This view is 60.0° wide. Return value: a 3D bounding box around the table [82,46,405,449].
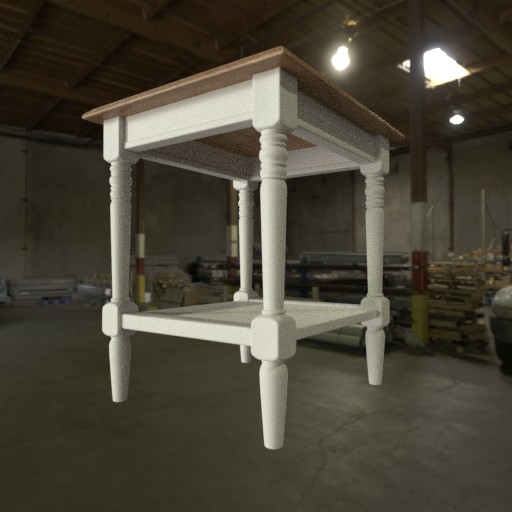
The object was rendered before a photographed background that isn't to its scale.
[{"bbox_3d":[0.000,0.000,0.919,0.457,0.561,0.508,-1,-1,36],"label":"table"}]
